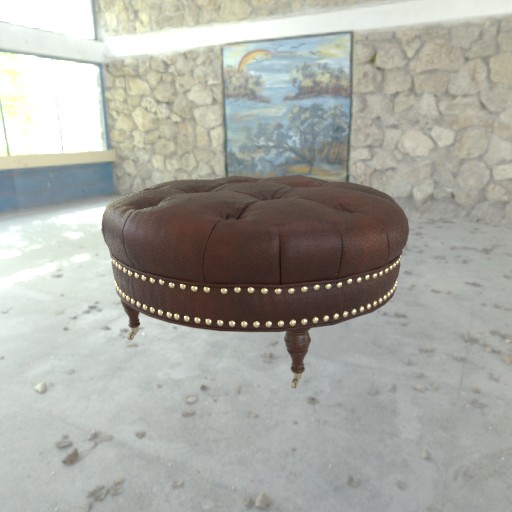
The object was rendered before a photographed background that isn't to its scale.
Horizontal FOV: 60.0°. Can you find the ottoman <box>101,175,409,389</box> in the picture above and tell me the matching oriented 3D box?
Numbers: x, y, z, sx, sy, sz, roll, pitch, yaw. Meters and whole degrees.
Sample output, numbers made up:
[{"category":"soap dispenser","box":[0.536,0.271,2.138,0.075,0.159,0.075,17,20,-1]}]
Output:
[{"category":"ottoman","box":[0.000,0.000,1.378,0.901,0.455,0.901,0,16,0]}]
